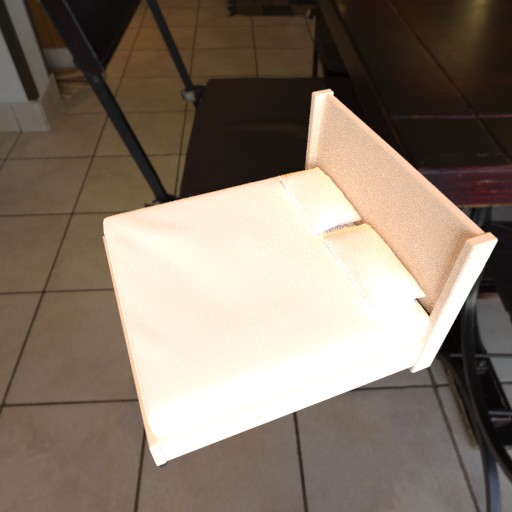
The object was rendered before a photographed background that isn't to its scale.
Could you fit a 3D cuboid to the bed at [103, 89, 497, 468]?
[{"bbox_3d":[0.000,0.000,3.578,2.293,1.471,2.145,-16,48,-15],"label":"bed"}]
